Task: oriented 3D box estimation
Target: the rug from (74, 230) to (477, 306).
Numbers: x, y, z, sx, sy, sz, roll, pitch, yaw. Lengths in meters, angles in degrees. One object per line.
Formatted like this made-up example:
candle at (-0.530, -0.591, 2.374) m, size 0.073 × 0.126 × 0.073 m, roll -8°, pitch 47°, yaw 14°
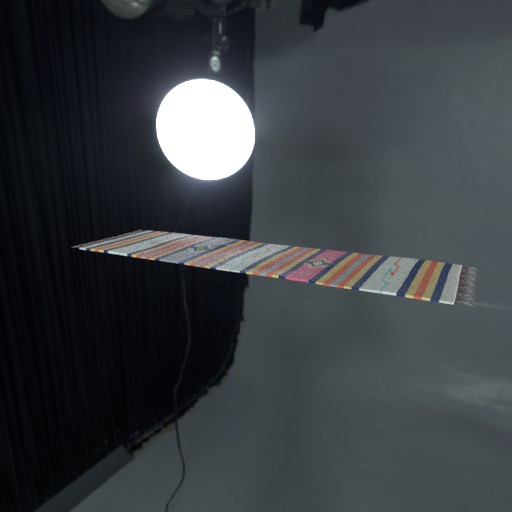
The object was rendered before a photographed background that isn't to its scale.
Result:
rug at (0.000, 0.000, 2.736) m, size 2.455 × 0.017 × 0.695 m, roll 7°, pitch 16°, yaw 26°
